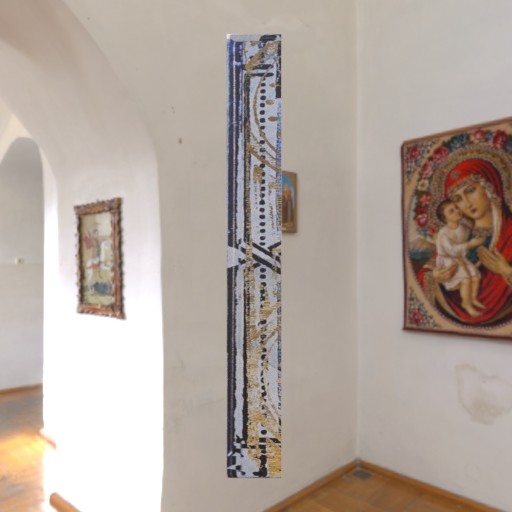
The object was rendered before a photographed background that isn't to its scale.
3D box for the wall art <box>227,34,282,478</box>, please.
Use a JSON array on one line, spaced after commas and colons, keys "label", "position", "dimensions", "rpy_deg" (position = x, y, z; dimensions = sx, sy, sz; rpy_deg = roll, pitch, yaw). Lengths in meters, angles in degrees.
[{"label": "wall art", "position": [0.000, 0.000, 0.455], "dimensions": [0.038, 0.306, 0.302], "rpy_deg": [0, 0, 1]}]
